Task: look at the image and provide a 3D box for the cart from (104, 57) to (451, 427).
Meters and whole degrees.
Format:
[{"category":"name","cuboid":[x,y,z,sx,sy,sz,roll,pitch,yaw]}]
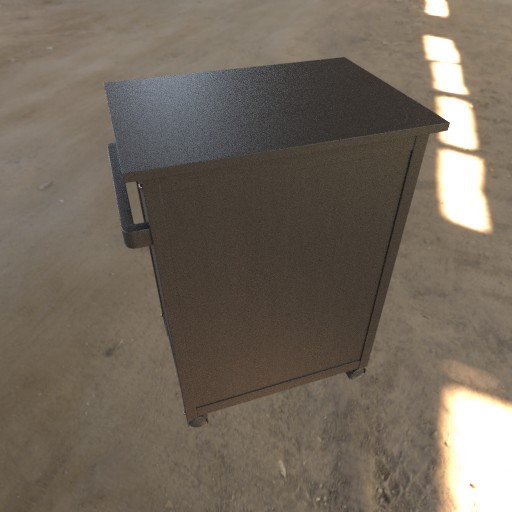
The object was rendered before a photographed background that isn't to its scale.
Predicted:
[{"category":"cart","cuboid":[0.000,0.000,1.246,0.660,0.879,0.456,-12,42,-14]}]
